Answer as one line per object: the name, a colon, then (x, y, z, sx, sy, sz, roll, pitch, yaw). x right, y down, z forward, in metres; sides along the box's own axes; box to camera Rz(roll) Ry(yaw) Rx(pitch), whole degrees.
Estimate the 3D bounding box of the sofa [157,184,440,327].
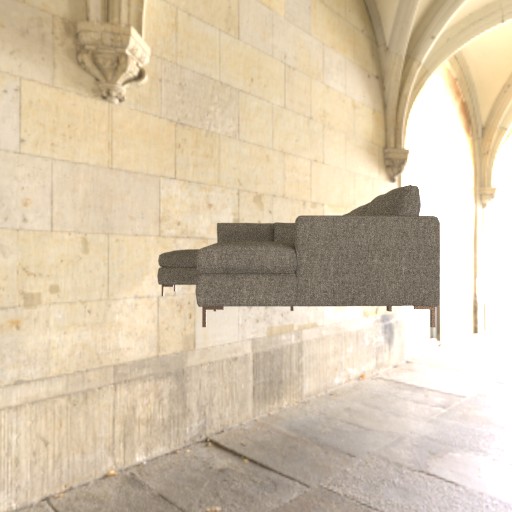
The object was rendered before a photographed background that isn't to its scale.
sofa: (0.000, 0.000, 3.590, 1.879, 0.756, 2.737, 0, -1, 0)
